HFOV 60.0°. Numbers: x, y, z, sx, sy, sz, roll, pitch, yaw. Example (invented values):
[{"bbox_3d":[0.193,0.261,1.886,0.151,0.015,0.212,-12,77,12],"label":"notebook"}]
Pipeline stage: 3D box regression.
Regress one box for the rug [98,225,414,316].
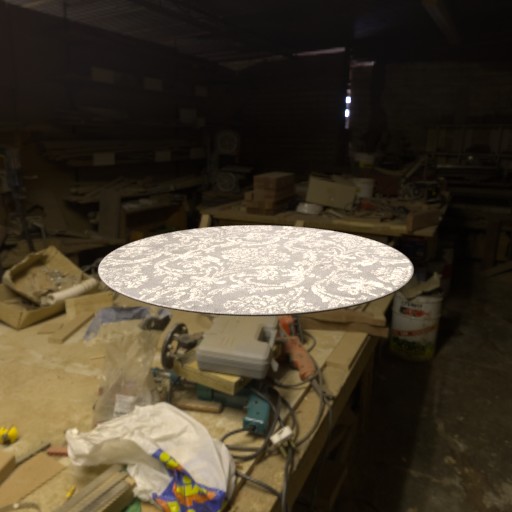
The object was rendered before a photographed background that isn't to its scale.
[{"bbox_3d":[0.000,0.000,2.363,1.593,0.012,1.593,0,16,0],"label":"rug"}]
